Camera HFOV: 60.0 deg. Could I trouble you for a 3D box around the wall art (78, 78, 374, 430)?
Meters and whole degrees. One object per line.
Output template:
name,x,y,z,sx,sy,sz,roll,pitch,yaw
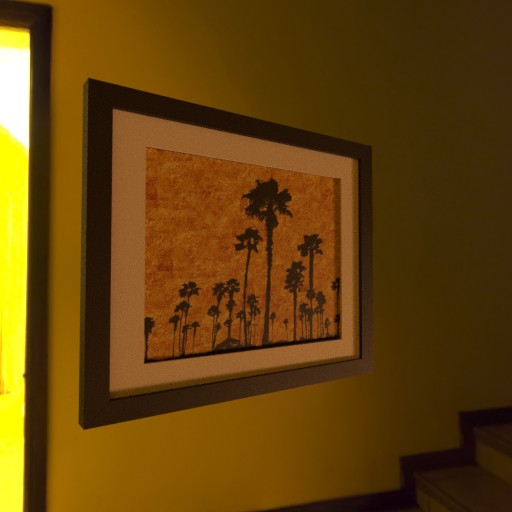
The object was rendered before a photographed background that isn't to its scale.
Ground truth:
wall art,0.000,0.000,0.749,0.561,0.460,0.028,1,-2,-35
